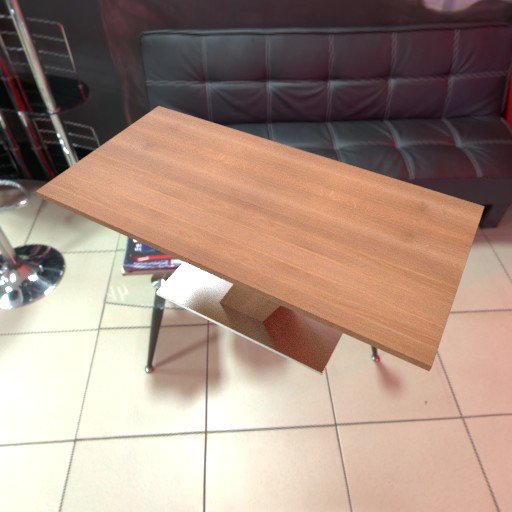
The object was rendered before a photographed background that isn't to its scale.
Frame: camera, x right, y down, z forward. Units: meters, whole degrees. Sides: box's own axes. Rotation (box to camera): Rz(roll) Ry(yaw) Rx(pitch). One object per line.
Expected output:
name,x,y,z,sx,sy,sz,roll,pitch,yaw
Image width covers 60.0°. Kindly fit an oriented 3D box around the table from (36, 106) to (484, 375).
table,0.000,0.000,2.258,1.800,0.750,0.900,22,51,20
